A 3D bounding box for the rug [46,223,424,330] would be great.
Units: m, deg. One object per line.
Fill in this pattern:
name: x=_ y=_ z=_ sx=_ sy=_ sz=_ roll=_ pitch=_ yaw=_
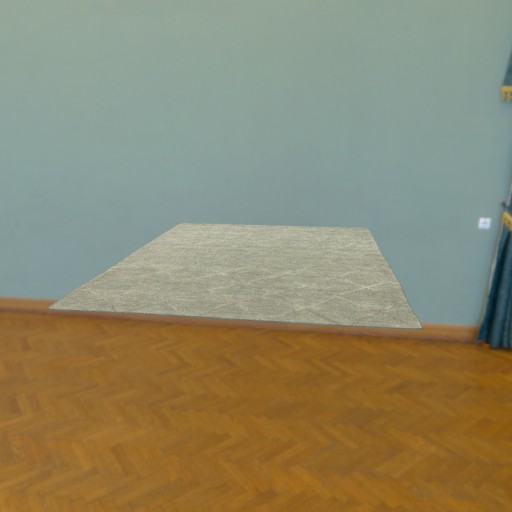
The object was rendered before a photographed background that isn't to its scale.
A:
rug: x=0.000 y=0.000 z=4.237 sx=2.438 sy=0.013 sz=3.048 roll=2 pitch=15 yaw=7
